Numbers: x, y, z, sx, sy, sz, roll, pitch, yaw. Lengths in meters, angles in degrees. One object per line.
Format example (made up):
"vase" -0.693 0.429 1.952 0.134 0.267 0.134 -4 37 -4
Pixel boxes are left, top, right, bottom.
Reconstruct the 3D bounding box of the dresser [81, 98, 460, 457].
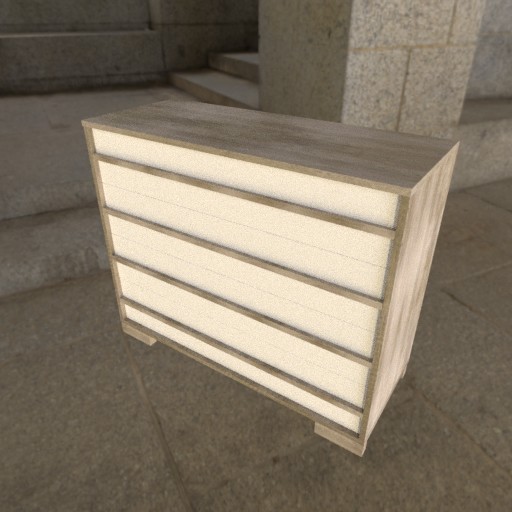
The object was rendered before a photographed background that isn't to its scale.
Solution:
"dresser" 0.000 0.000 1.440 0.994 0.816 0.404 19 35 29
